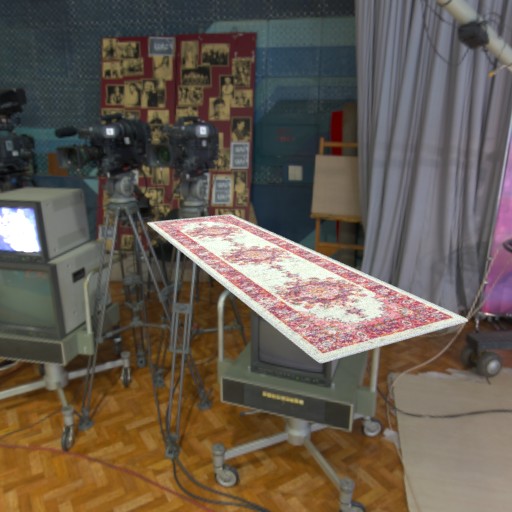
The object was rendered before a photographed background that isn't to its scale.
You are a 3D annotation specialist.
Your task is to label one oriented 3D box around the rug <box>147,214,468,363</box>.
[{"bbox_3d":[0.000,0.000,2.032,0.562,0.009,1.824,-8,19,-26],"label":"rug"}]
